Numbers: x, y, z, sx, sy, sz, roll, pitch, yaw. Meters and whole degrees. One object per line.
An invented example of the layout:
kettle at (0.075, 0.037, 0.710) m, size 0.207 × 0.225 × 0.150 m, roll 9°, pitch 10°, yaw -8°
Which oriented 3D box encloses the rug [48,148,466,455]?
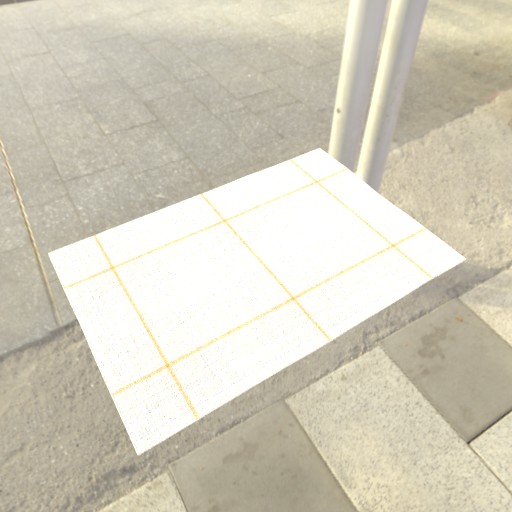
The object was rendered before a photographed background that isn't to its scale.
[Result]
rug at (0.000, 0.000, 2.326) m, size 1.825 × 0.015 × 1.232 m, roll -25°, pitch 52°, yaw -22°
